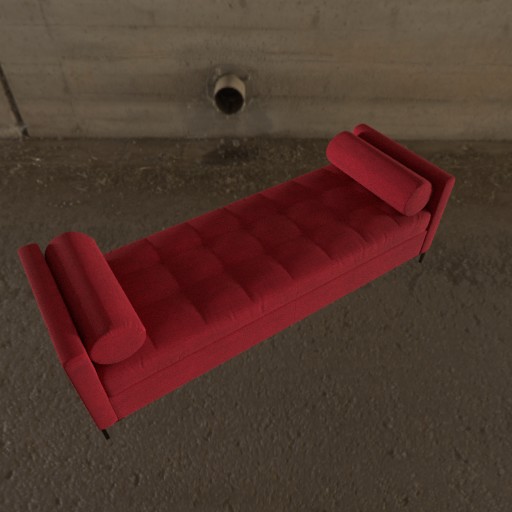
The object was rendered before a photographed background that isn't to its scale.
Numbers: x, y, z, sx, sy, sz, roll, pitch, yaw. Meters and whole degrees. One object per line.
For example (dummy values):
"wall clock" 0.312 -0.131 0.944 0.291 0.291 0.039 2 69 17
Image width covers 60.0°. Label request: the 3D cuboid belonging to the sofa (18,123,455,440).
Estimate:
"sofa" 0.000 0.000 2.264 1.981 0.635 0.686 -25 50 -23
